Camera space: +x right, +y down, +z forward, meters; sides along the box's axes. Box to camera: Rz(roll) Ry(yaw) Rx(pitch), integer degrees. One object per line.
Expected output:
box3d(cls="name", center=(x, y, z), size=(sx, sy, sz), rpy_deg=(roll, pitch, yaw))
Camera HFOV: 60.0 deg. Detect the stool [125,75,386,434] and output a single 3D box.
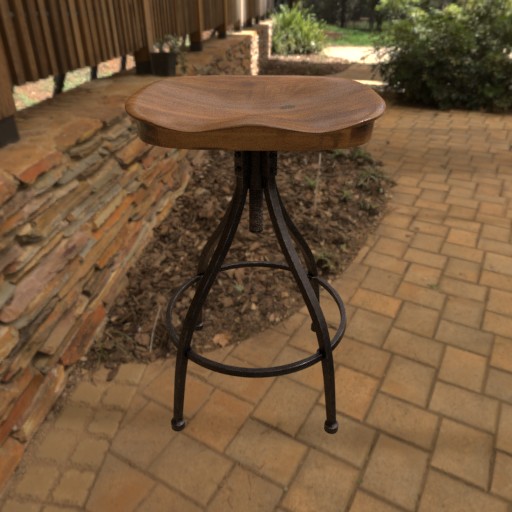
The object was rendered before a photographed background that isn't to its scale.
box3d(cls="stool", center=(0.000, 0.000, 0.972), size=(0.432, 0.694, 0.424), rpy_deg=(1, 31, 1))
